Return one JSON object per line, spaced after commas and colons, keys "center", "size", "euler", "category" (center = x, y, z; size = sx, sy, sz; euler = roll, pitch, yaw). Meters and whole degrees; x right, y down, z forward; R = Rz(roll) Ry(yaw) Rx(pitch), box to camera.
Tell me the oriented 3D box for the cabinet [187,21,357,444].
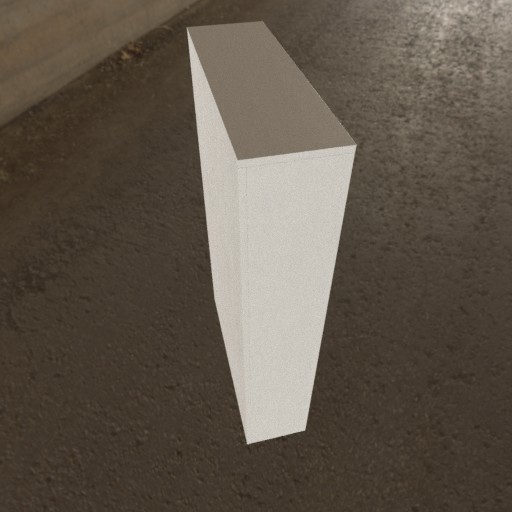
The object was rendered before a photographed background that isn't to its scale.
{"center": [0.000, 0.000, 1.550], "size": [0.250, 1.280, 0.750], "euler": [-10, 46, -10], "category": "cabinet"}
